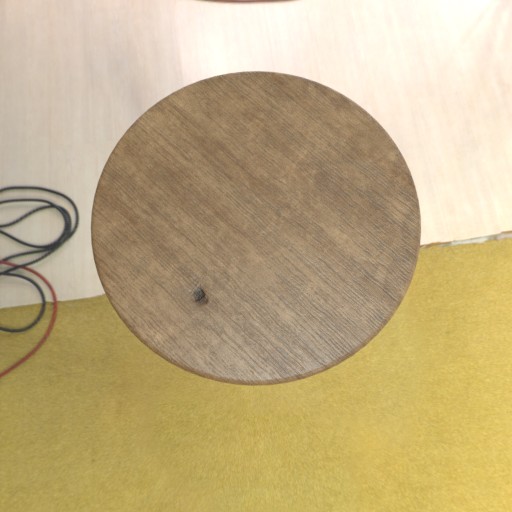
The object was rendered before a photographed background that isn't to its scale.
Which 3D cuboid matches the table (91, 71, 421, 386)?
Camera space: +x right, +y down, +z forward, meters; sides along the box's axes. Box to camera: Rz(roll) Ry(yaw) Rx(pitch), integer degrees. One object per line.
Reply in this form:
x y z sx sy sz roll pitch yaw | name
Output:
0.000 0.000 0.797 0.432 0.460 0.432 0 76 0 | table
